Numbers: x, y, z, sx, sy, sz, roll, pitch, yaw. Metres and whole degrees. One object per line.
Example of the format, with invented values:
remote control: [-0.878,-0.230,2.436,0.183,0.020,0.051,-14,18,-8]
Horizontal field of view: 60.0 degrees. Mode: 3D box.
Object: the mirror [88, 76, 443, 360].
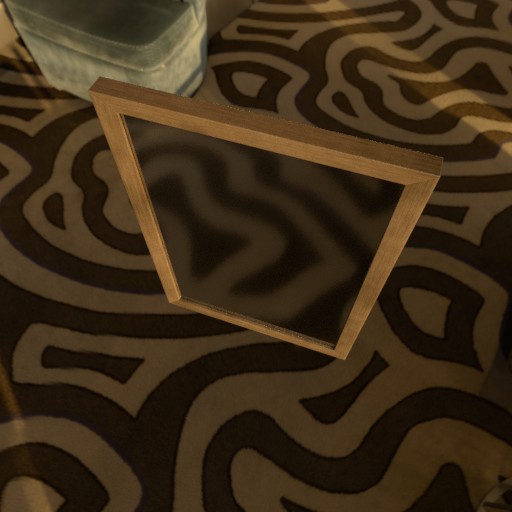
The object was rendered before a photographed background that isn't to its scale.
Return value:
mirror: [0.000,0.000,0.916,0.507,0.710,0.040,16,60,10]
